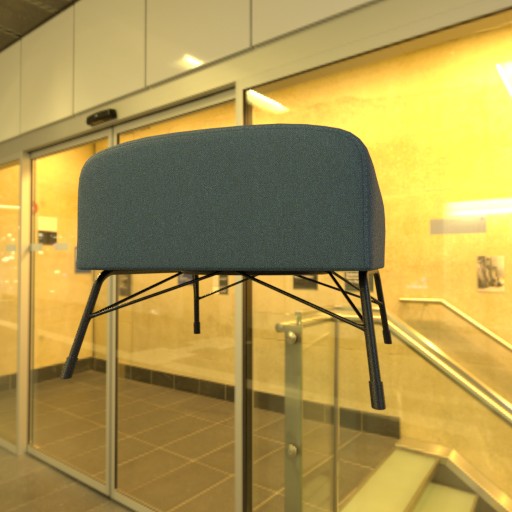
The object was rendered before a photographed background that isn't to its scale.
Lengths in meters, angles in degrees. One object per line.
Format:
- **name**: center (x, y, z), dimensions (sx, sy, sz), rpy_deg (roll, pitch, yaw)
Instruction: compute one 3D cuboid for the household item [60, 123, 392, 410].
- **household item**: center (0.000, 0.000, 0.920), dimensions (0.530, 0.420, 0.530), rpy_deg (0, -1, 18)
